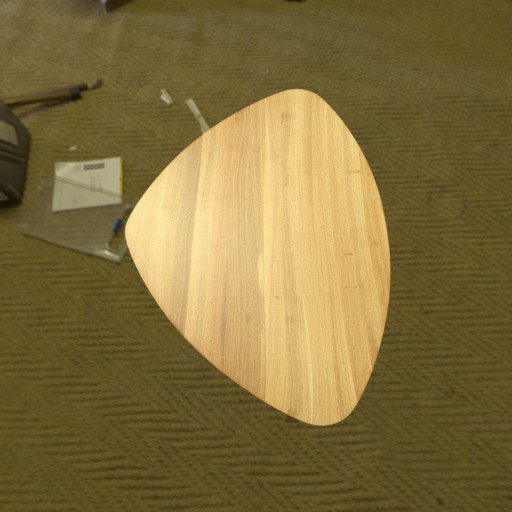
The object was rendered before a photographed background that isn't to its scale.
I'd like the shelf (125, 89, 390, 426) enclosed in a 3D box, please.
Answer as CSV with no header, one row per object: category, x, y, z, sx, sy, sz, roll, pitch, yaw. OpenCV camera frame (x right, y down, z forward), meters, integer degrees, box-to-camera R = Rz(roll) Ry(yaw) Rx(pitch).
shelf,0.000,0.000,1.663,0.863,0.439,1.240,-1,64,0
